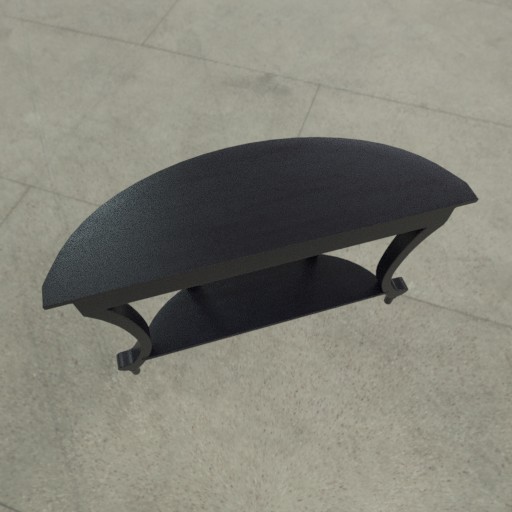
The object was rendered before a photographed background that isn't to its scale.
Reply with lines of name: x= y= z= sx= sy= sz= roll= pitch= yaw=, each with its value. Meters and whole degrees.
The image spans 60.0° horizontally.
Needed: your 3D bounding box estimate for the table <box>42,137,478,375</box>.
table: x=0.000 y=0.000 z=1.558 sx=1.198 sy=0.692 sz=0.394 roll=-14 pitch=60 yaw=-8
